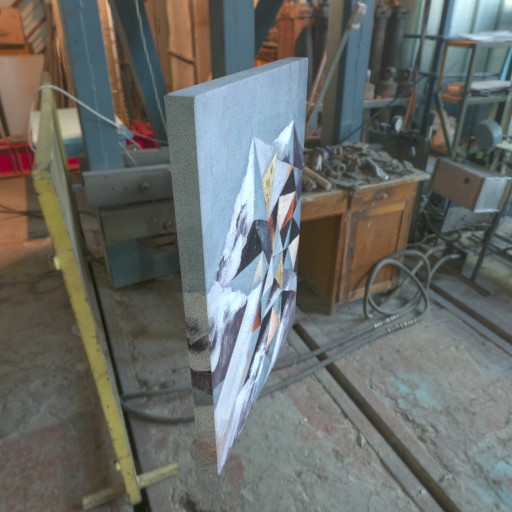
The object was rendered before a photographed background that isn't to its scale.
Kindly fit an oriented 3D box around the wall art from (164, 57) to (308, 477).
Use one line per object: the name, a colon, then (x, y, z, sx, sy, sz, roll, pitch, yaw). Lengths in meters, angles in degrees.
wall art: (0.000, 0.000, 0.789, 0.037, 0.613, 0.455, 10, 31, 18)
